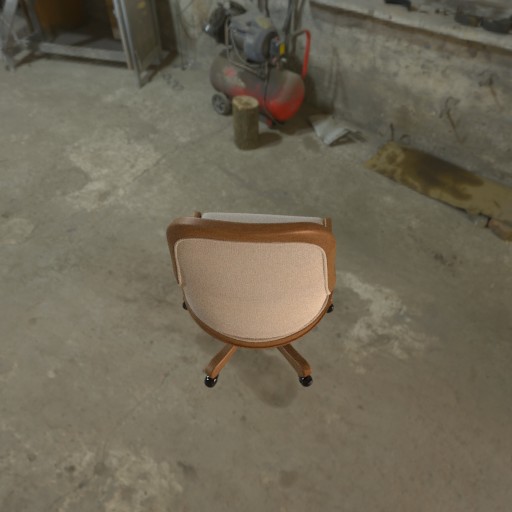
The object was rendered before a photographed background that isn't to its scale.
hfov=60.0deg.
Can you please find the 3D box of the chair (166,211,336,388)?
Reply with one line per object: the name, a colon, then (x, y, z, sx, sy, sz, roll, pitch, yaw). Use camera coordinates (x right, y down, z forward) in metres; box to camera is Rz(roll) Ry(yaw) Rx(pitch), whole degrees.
chair: (0.000, 0.000, 1.614, 0.702, 1.009, 0.811, 3, 46, 3)
